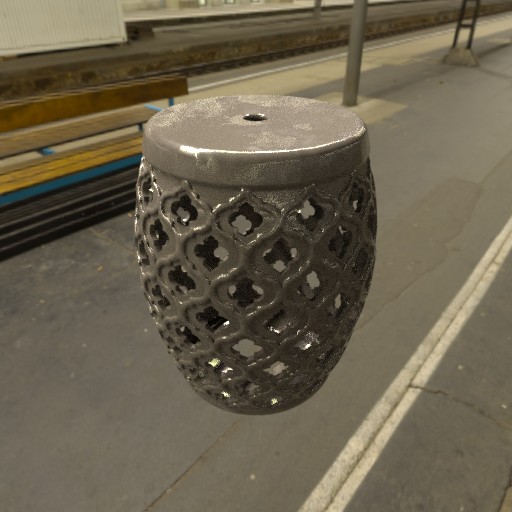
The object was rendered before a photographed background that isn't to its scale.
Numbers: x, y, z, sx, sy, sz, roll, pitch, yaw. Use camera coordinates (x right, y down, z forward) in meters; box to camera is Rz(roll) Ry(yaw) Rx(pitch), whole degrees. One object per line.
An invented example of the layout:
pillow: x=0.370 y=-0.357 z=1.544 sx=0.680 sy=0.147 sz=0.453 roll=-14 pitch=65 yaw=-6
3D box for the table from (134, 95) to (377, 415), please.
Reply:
table: x=0.000 y=0.000 z=0.629 sx=0.325 sy=0.388 sz=0.325 roll=0 pitch=32 yaw=0
